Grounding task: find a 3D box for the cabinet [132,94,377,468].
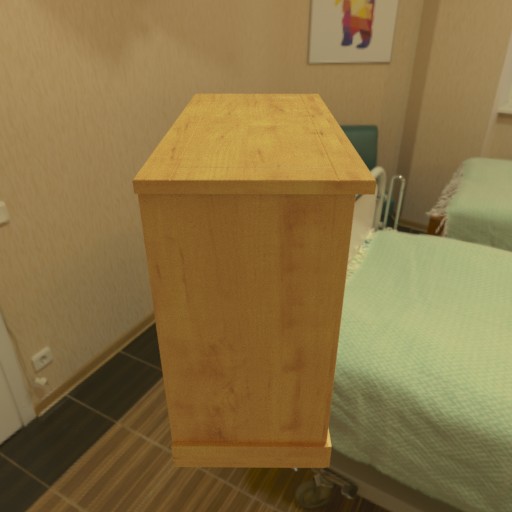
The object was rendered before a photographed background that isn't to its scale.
[{"bbox_3d":[0.000,0.000,1.423,0.450,0.840,0.920,0,29,0],"label":"cabinet"}]
